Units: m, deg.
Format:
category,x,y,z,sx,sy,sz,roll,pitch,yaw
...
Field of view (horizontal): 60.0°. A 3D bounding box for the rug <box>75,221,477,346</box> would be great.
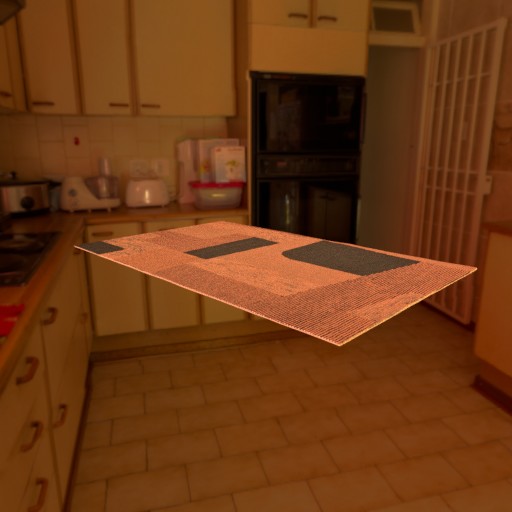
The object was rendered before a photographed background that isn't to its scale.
category,x,y,z,sx,sy,sz,roll,pitch,yaw
rug,0.000,0.000,3.107,2.436,0.015,1.521,14,20,43
